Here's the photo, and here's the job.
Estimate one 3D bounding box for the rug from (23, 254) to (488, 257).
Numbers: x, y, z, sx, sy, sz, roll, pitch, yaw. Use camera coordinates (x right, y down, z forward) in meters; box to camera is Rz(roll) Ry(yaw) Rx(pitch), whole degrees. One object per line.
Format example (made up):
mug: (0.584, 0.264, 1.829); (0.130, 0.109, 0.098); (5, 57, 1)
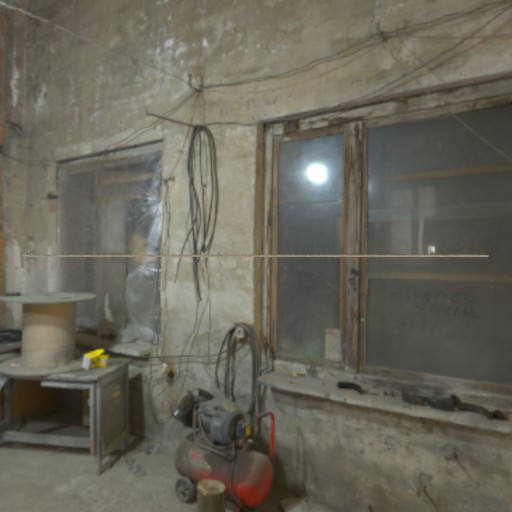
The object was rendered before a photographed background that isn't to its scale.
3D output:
rug: (0.000, 0.000, 2.418); (2.196, 0.011, 0.662); (0, 0, 0)
